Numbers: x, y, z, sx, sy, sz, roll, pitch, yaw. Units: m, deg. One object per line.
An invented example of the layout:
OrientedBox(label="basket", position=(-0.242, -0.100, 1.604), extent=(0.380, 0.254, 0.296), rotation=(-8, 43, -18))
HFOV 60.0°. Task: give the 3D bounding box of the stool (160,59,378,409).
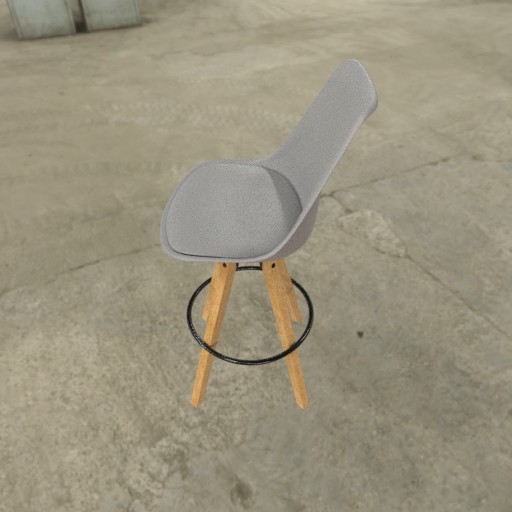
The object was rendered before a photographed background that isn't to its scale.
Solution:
OrientedBox(label="stool", position=(0.000, 0.000, 1.396), extent=(0.550, 1.115, 0.485), rotation=(1, 43, 1))
